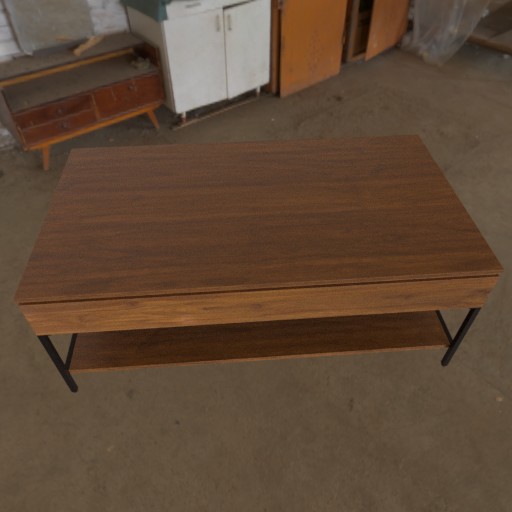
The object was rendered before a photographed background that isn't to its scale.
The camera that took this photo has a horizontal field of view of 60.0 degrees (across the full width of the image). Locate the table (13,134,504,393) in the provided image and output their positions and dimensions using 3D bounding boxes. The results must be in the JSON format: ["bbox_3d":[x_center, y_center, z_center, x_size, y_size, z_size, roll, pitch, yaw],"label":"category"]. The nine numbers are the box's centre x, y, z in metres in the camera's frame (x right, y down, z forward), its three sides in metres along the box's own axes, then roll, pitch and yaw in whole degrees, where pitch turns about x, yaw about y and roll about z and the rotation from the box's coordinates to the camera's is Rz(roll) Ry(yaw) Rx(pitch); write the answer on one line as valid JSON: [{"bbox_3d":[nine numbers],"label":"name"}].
[{"bbox_3d":[0.000,0.000,1.298,1.057,0.414,0.574,-3,46,-3],"label":"table"}]
